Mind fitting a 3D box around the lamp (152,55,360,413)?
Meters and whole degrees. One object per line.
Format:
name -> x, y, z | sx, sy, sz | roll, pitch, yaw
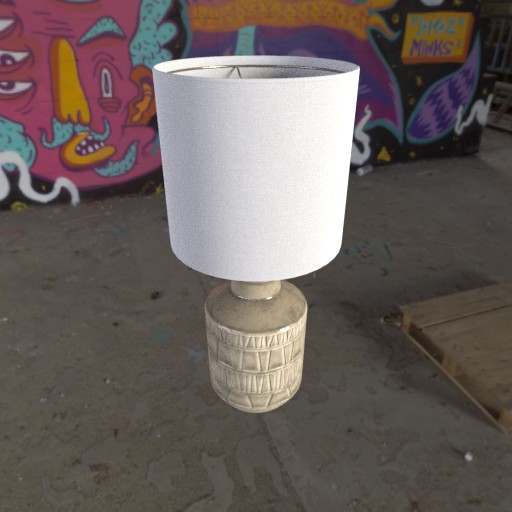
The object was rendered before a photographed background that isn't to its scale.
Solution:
lamp -> 0.000, 0.000, 0.571 | 0.211, 0.455, 0.211 | 0, 29, 0
